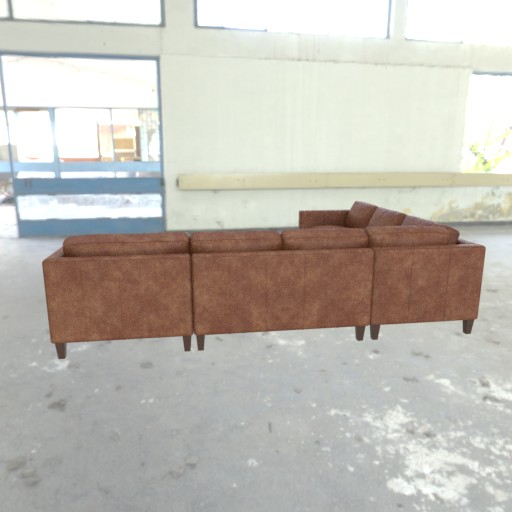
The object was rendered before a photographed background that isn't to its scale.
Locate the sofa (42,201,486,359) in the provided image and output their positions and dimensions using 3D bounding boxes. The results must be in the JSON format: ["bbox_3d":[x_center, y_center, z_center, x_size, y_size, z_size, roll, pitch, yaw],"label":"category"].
[{"bbox_3d":[0.000,0.000,4.498,3.324,0.888,2.452,-2,13,-8],"label":"sofa"}]
